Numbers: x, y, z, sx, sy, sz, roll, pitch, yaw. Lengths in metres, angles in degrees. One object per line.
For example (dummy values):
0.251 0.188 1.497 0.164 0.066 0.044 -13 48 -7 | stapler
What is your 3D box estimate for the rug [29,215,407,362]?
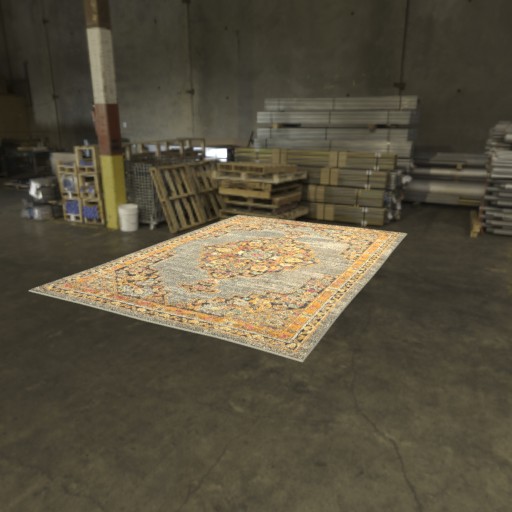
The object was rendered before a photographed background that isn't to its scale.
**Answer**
0.000 0.000 4.056 2.158 0.024 3.063 9 19 26 | rug
